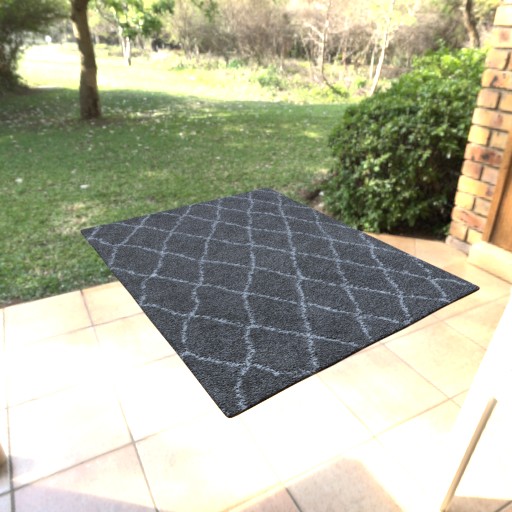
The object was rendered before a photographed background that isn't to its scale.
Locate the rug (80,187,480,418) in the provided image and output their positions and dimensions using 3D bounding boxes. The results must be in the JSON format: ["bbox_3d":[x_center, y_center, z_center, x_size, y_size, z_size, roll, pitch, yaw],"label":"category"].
[{"bbox_3d":[0.000,0.000,4.172,2.438,0.029,3.047,-18,32,-30],"label":"rug"}]
